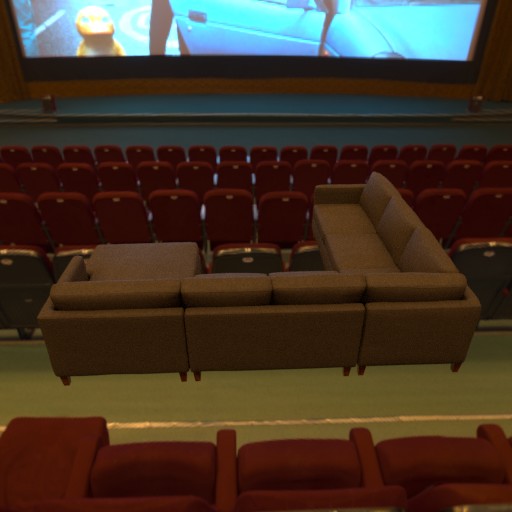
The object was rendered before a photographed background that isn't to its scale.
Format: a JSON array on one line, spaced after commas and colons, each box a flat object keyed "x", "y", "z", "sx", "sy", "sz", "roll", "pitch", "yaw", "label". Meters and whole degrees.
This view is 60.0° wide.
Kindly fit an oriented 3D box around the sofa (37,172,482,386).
[{"x": 0.000, "y": 0.000, "z": 4.598, "sx": 3.460, "sy": 0.961, "sz": 2.594, "roll": -1, "pitch": 31, "yaw": -2, "label": "sofa"}]
